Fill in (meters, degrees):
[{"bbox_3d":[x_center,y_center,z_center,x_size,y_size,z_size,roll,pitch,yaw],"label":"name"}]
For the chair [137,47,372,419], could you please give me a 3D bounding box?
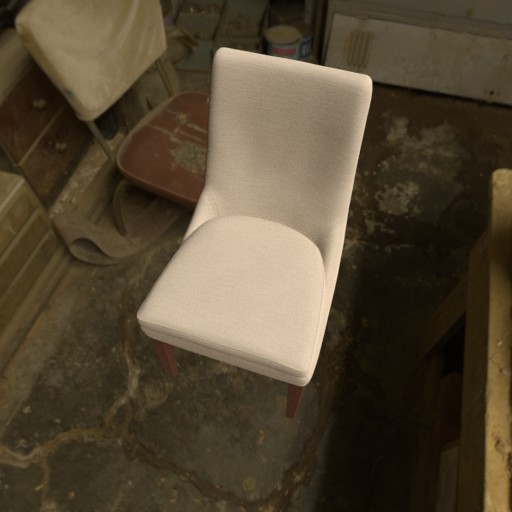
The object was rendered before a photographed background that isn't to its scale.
[{"bbox_3d":[0.000,0.000,1.343,0.515,0.940,0.638,16,58,10],"label":"chair"}]
